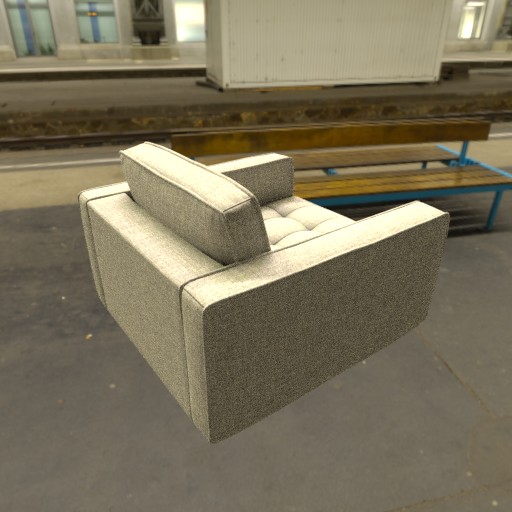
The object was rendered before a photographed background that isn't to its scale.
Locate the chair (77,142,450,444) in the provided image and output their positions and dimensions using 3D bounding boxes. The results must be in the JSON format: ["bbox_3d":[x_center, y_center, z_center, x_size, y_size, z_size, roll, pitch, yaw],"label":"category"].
[{"bbox_3d":[0.000,0.000,1.549,0.914,0.765,0.889,-19,34,-31],"label":"chair"}]
